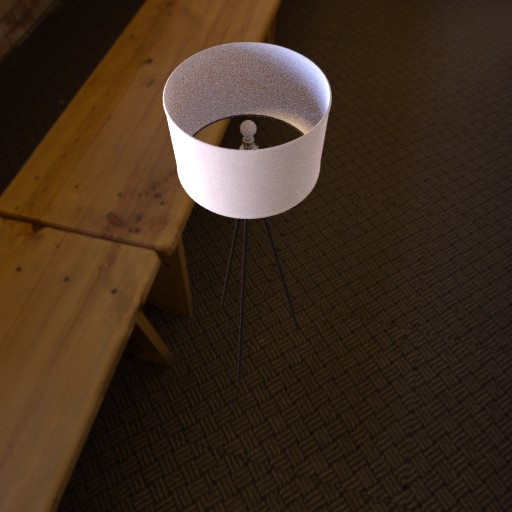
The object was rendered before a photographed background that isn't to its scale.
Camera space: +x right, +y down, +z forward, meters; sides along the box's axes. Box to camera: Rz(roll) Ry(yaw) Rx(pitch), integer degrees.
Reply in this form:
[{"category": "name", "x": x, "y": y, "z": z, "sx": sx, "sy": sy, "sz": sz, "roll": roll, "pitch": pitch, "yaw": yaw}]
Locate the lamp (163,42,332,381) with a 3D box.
[{"category": "lamp", "x": 0.000, "y": 0.000, "z": 1.735, "sx": 0.458, "sy": 1.545, "sz": 0.448, "roll": -15, "pitch": 59, "yaw": -9}]
